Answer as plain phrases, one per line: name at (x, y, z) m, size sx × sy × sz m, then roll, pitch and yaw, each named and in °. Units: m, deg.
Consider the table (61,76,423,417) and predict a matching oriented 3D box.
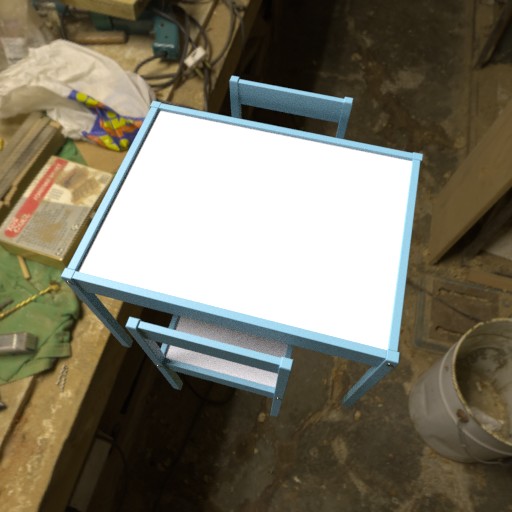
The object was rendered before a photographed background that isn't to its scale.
table at (0.000, 0.000, 1.089) m, size 0.639 × 0.503 × 0.633 m, roll 13°, pitch 63°, yaw 7°
